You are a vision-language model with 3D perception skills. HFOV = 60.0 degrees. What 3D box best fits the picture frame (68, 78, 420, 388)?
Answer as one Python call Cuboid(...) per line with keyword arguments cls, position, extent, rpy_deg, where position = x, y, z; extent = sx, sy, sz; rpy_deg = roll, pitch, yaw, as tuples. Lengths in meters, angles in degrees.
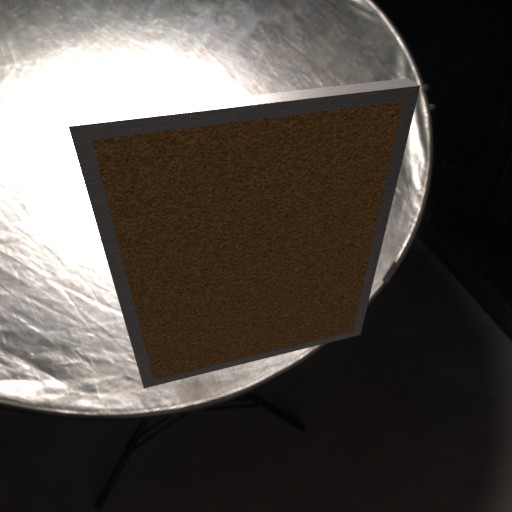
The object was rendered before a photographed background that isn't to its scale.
Cuboid(cls="picture frame", position=(0.000, 0.000, 0.529), extent=(0.327, 0.378, 0.027), rpy_deg=(-11, 42, -13))
